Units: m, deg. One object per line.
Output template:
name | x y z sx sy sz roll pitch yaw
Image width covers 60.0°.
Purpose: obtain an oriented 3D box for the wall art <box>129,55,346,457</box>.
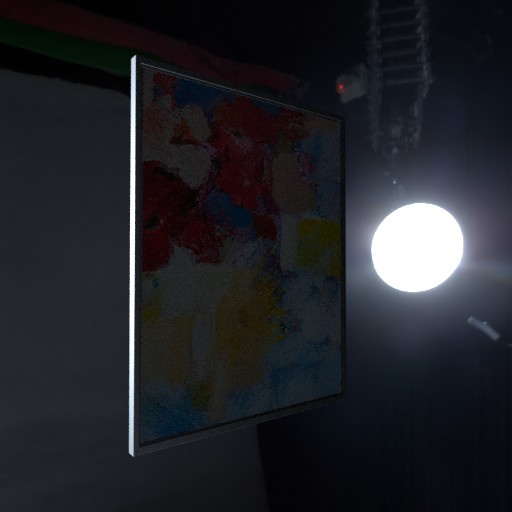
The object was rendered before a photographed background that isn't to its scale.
wall art | 0.000 0.000 1.412 0.816 1.046 0.030 1 -1 -37
